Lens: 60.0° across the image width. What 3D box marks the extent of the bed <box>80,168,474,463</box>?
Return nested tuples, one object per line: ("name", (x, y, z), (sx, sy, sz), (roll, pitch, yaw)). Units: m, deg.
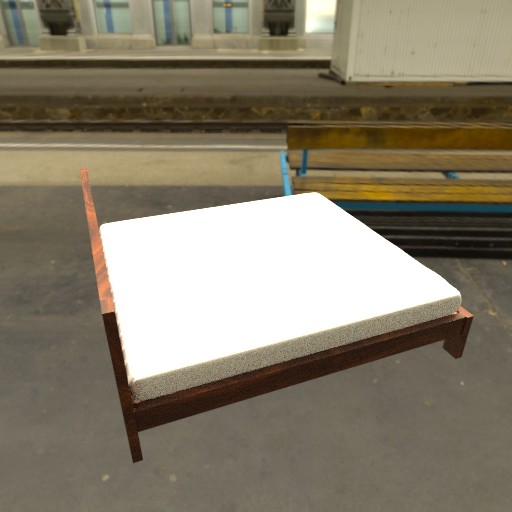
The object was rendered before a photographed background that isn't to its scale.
("bed", (0.000, 0.000, 3.023), (2.030, 0.890, 1.905), (-11, 31, -19))
